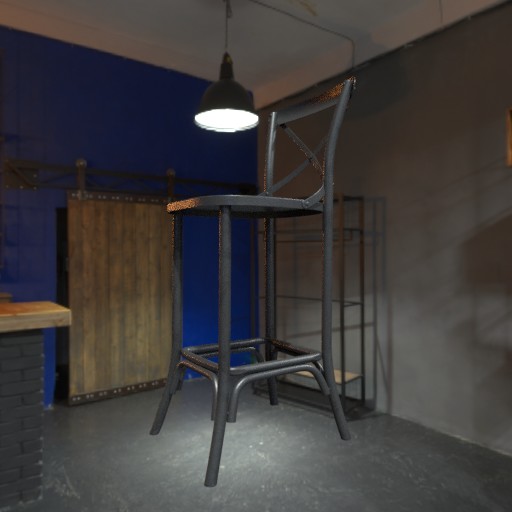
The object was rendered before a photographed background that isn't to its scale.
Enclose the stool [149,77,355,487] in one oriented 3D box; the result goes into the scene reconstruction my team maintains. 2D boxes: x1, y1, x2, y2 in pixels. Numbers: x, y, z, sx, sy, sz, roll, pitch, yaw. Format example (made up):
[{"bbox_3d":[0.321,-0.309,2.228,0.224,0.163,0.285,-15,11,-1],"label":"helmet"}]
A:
[{"bbox_3d":[0.000,0.000,1.453,0.584,1.168,0.457,0,1,-34],"label":"stool"}]
